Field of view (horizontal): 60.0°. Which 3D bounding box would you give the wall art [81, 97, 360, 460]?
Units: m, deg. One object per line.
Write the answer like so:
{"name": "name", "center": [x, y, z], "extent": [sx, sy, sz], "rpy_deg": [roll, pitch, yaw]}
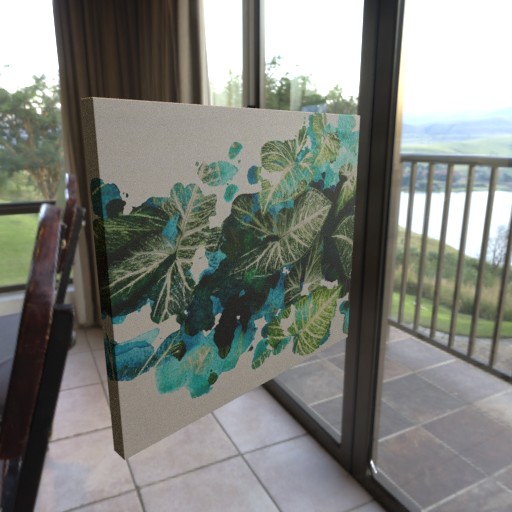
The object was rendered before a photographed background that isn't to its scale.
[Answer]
{"name": "wall art", "center": [0.000, 0.000, 0.969], "extent": [0.043, 0.610, 0.711], "rpy_deg": [14, 20, 43]}
